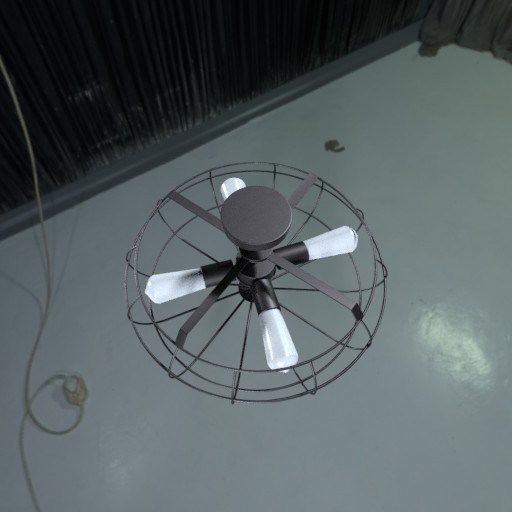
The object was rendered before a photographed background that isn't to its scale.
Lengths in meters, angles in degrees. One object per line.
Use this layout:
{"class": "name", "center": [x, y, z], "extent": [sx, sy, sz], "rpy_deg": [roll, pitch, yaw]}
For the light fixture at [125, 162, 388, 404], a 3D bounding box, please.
{"class": "light fixture", "center": [0.000, 0.000, 0.945], "extent": [0.582, 0.311, 0.582], "rpy_deg": [0, 59, 0]}
